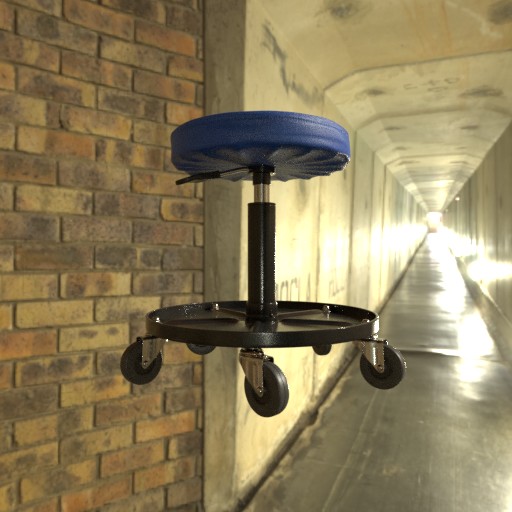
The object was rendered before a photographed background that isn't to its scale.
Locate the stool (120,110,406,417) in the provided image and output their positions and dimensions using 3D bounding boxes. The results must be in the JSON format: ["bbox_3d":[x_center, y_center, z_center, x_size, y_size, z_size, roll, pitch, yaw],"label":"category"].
[{"bbox_3d":[0.000,0.000,0.681,0.382,0.365,0.381,0,0,-36],"label":"stool"}]
